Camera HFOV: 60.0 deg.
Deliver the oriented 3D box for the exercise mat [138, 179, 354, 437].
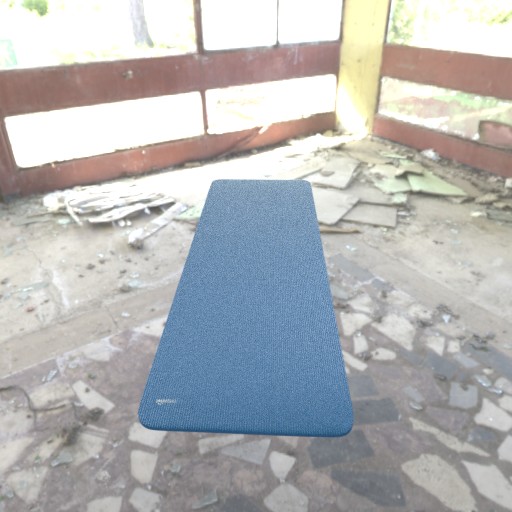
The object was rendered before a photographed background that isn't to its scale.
[{"bbox_3d":[0.000,0.000,2.011,0.616,0.021,1.869,1,31,2],"label":"exercise mat"}]
